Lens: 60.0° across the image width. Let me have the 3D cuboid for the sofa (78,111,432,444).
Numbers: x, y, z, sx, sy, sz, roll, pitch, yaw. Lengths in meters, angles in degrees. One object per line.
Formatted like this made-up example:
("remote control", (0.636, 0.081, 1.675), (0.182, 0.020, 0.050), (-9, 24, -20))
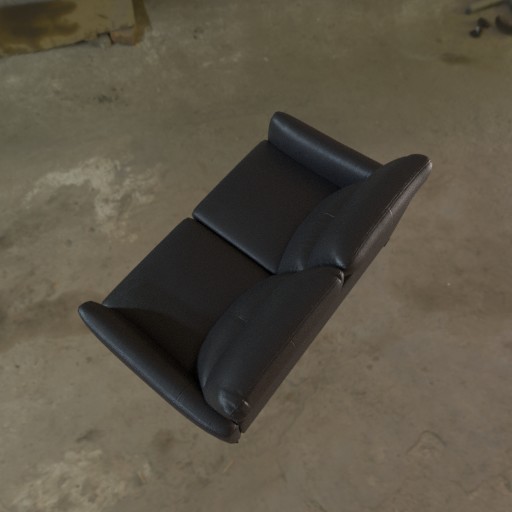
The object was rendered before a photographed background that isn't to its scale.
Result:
("sofa", (0.000, 0.000, 2.246), (0.958, 0.920, 1.596), (35, 69, 16))
